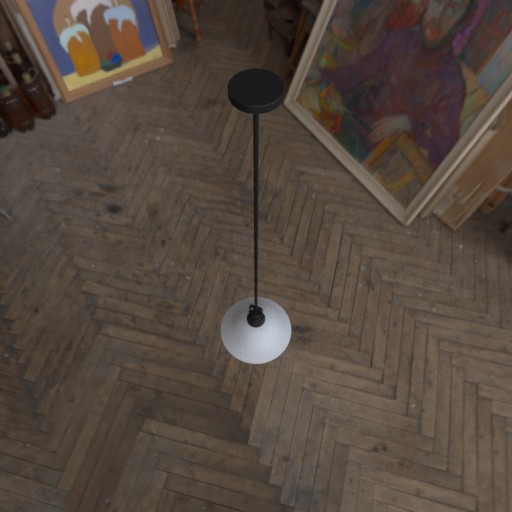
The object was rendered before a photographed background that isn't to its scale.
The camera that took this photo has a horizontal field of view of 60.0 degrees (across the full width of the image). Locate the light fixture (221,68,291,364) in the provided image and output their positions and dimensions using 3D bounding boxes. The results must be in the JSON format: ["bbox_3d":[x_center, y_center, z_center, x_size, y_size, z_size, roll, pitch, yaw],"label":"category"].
[{"bbox_3d":[0.000,0.000,1.458,0.324,1.337,0.324,18,61,10],"label":"light fixture"}]
